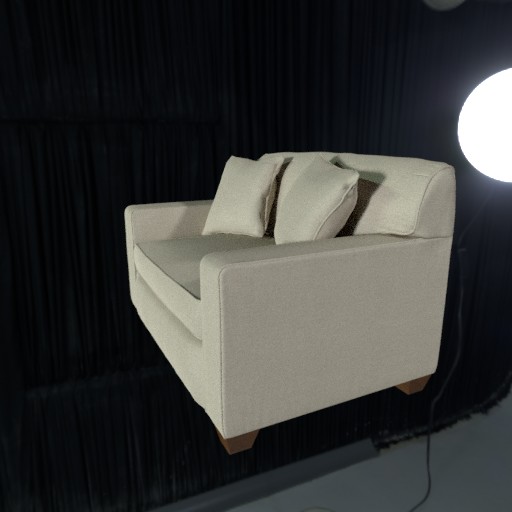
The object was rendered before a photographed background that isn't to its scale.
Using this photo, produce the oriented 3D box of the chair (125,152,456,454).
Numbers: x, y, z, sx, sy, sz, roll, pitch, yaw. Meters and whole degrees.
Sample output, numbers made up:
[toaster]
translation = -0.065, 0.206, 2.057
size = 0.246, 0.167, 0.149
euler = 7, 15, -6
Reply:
[chair]
translation = 0.000, 0.000, 2.078
size = 1.000, 0.948, 1.383
euler = -7, 16, -26
